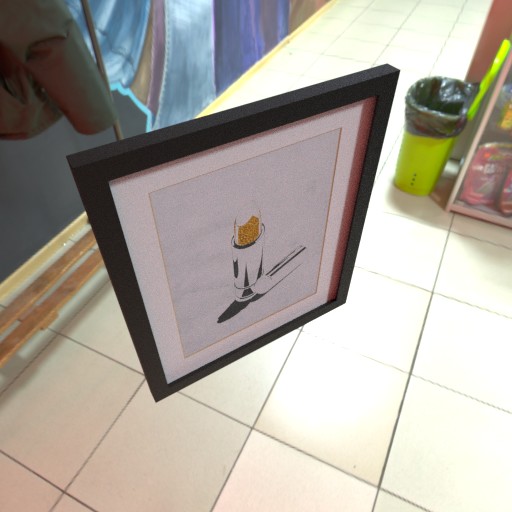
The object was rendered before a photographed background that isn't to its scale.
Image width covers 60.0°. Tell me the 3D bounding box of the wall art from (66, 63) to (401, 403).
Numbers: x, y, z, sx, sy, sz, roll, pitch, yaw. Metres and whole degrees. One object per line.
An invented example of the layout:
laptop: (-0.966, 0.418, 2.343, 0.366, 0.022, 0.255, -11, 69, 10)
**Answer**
wall art: (0.000, 0.000, 0.531, 0.330, 0.381, 0.019, -24, 50, -21)
